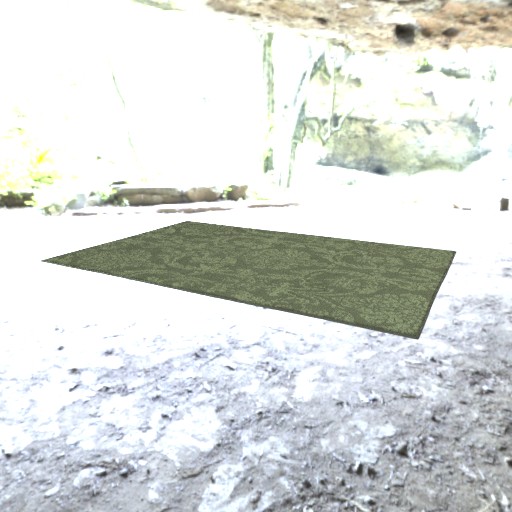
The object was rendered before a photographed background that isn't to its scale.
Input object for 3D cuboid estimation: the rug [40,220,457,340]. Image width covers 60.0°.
[{"bbox_3d":[0.000,0.000,2.319,1.824,0.012,1.206,8,18,28],"label":"rug"}]
